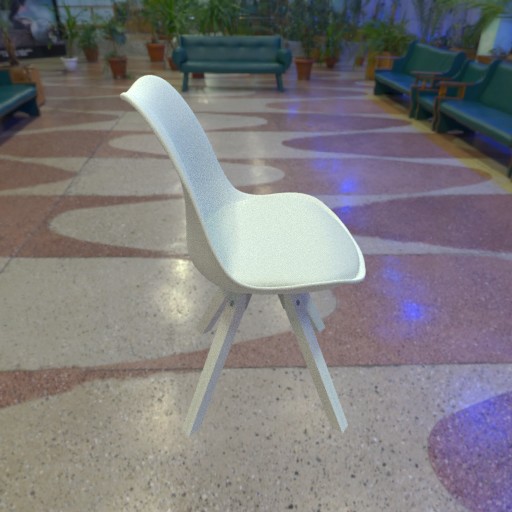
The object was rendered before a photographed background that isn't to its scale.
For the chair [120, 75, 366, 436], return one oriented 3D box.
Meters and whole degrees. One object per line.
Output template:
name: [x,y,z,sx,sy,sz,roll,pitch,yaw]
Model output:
chair: [0.000,0.000,1.154,0.550,0.850,0.485,-1,31,-1]
